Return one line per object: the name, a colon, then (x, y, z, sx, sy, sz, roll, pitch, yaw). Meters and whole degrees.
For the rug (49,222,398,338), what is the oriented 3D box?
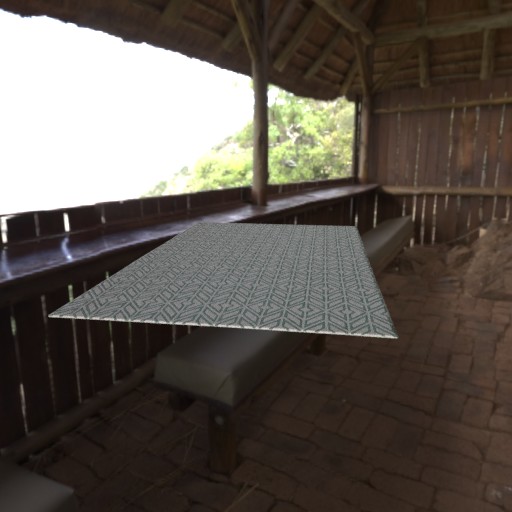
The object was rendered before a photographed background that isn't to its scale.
rug: (0.000, 0.000, 3.042, 1.517, 0.011, 2.435, 2, 14, 8)
